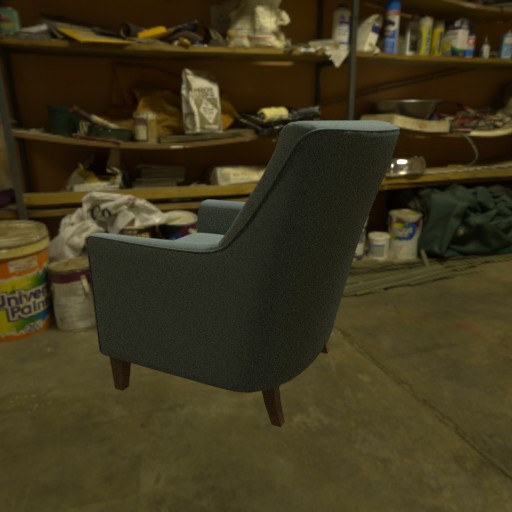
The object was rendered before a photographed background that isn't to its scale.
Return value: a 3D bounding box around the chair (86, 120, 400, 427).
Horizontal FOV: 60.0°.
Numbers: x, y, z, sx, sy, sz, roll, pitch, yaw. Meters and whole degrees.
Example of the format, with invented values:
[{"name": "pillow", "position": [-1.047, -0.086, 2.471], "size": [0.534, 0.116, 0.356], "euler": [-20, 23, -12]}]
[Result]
[{"name": "chair", "position": [0.000, 0.000, 1.565], "size": [0.879, 0.916, 0.756], "euler": [8, 19, 24]}]
